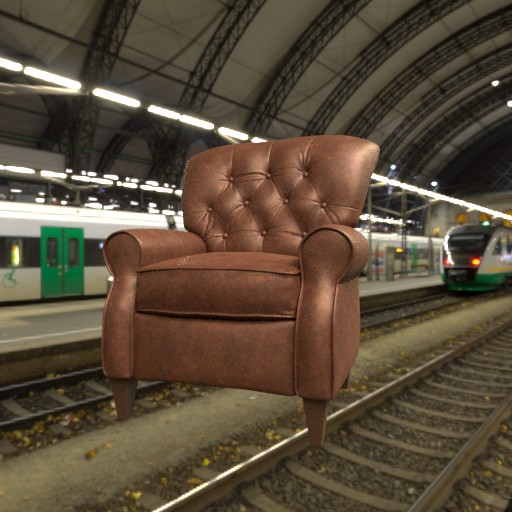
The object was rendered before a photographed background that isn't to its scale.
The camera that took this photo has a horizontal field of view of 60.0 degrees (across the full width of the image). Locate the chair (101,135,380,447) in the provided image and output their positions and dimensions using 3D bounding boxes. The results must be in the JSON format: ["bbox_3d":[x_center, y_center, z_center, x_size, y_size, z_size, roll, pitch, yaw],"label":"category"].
[{"bbox_3d":[0.000,0.000,1.894,0.979,1.162,1.031,0,0,19],"label":"chair"}]
